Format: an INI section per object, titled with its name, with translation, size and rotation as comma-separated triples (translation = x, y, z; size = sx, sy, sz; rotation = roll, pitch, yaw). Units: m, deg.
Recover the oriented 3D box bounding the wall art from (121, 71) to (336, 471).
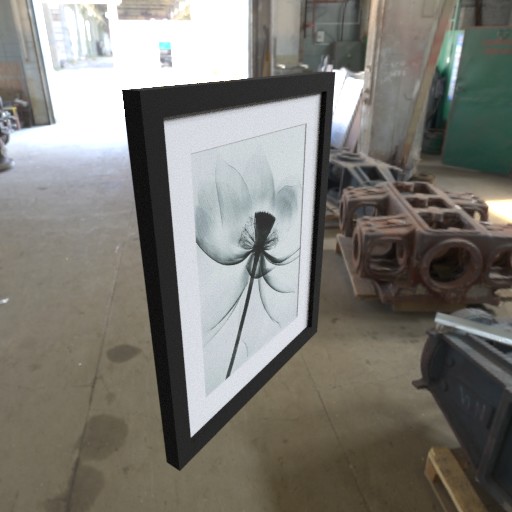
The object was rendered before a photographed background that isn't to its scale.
[wall art]
translation = 0.000, 0.000, 0.750
size = 0.029, 0.559, 0.457
rotation = 17, 30, 31
